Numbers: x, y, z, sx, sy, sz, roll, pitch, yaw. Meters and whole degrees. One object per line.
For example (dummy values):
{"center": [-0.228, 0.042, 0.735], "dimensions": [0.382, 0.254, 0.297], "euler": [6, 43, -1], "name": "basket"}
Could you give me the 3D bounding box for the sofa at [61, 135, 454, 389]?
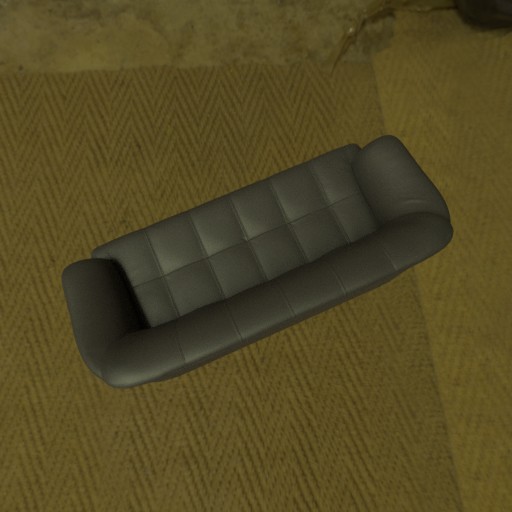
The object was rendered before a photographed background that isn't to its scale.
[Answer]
{"center": [0.000, 0.000, 2.281], "dimensions": [1.829, 0.811, 0.800], "euler": [-23, 77, -6], "name": "sofa"}
